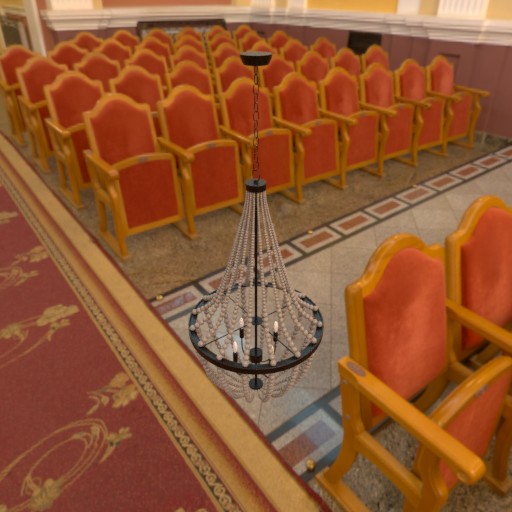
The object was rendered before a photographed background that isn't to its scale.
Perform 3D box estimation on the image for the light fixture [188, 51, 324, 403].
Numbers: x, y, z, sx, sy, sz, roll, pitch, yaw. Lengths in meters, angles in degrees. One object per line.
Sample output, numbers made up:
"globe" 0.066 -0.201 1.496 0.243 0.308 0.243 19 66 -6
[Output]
"light fixture" 0.000 0.000 1.353 0.450 1.133 0.450 0 32 0
